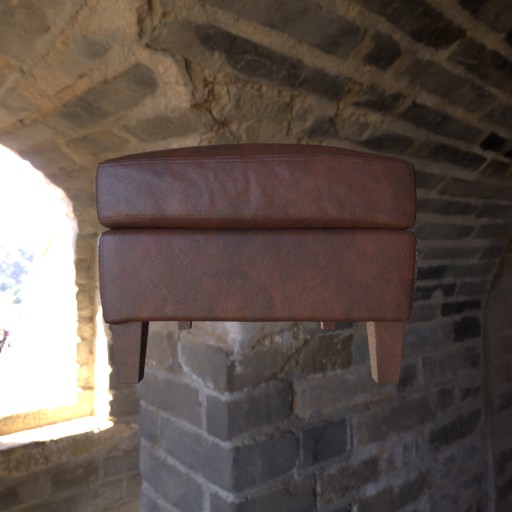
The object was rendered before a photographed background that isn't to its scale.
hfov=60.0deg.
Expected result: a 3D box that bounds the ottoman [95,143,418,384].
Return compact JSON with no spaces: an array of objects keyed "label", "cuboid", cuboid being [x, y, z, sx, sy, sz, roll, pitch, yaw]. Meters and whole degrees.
[{"label":"ottoman","cuboid":[0.000,0.000,1.281,0.659,0.527,0.887,0,-1,0]}]
